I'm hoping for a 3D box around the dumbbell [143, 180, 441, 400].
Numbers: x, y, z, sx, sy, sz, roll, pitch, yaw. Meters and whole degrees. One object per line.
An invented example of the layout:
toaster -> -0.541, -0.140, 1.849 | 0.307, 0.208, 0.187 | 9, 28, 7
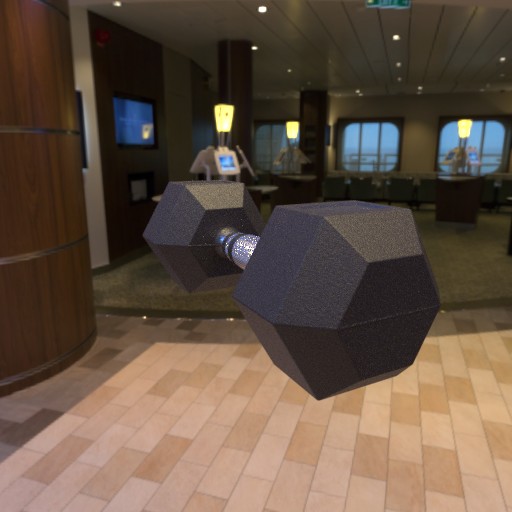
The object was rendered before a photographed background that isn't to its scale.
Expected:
dumbbell -> 0.000, 0.000, 0.424 | 0.141, 0.123, 0.356 | -7, 16, -27
